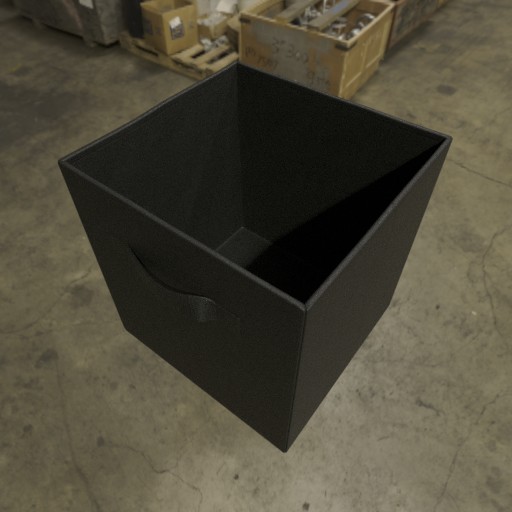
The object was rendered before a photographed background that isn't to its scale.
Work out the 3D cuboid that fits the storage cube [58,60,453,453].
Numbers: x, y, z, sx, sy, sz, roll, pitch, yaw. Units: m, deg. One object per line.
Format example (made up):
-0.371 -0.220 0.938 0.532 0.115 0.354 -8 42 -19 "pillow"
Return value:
0.000 0.000 0.504 0.270 0.280 0.270 30 55 24 "storage cube"
